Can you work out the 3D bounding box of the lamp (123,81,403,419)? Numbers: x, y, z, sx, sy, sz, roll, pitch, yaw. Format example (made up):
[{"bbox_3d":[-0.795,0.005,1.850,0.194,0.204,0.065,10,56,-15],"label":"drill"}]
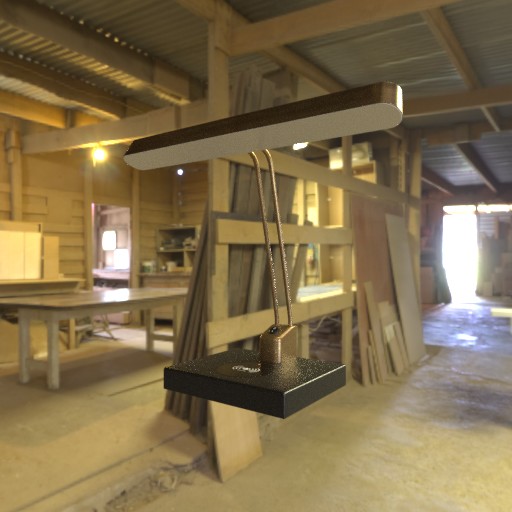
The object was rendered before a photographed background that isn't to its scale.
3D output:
[{"bbox_3d":[0.000,0.000,0.585,0.412,0.345,0.156,0,0,36],"label":"lamp"}]
